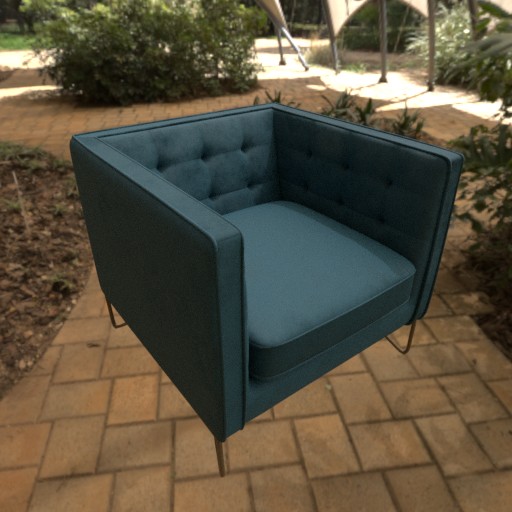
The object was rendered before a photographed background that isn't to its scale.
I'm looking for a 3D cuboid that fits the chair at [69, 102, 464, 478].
[{"bbox_3d":[0.000,0.000,1.528,0.880,0.790,0.894,-21,37,-31],"label":"chair"}]
